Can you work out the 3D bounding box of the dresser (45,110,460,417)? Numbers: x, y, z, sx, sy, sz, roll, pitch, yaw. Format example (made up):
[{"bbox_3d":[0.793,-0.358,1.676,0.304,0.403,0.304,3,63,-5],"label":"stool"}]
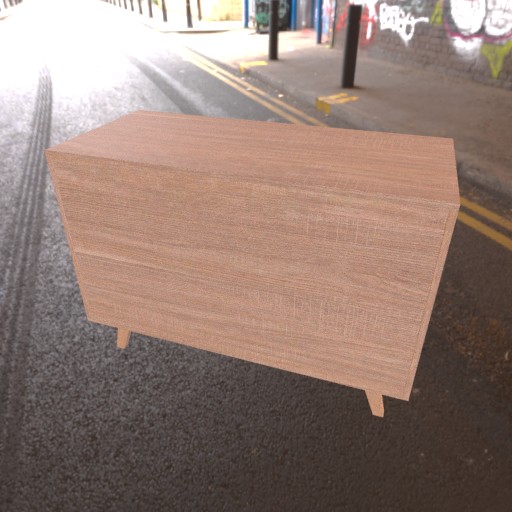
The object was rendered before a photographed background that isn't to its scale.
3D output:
[{"bbox_3d":[0.000,0.000,1.520,1.110,0.780,0.500,10,33,16],"label":"dresser"}]
